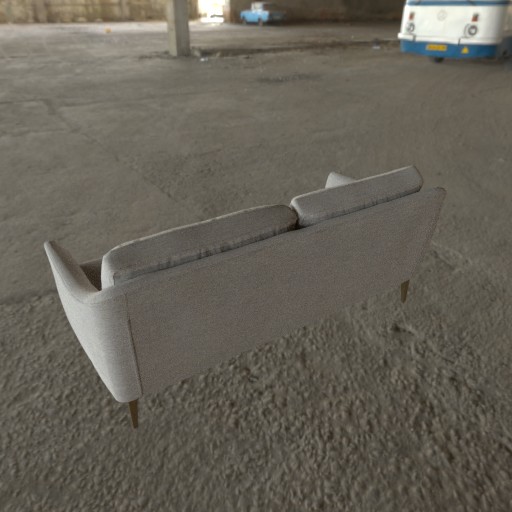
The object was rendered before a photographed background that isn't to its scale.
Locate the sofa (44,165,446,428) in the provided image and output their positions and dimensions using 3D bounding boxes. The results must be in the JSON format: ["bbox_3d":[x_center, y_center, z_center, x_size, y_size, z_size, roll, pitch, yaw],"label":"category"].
[{"bbox_3d":[0.000,0.000,2.506,2.036,0.913,0.980,-18,35,-28],"label":"sofa"}]
